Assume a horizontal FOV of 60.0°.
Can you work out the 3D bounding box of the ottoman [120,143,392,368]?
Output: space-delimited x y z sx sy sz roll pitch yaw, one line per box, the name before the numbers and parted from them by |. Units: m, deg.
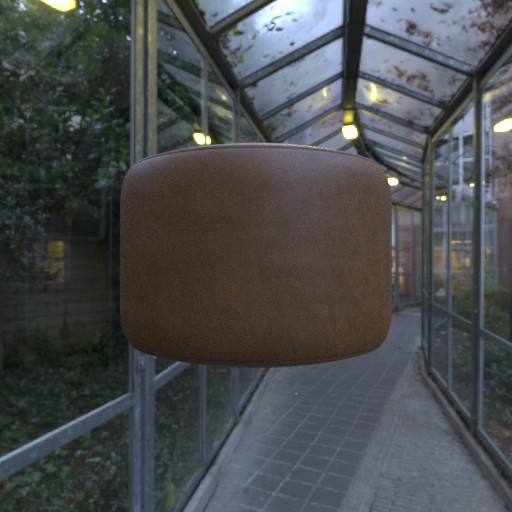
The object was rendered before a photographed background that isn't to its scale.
ottoman | 0.000 0.000 1.037 0.607 0.438 0.607 0 0 0
